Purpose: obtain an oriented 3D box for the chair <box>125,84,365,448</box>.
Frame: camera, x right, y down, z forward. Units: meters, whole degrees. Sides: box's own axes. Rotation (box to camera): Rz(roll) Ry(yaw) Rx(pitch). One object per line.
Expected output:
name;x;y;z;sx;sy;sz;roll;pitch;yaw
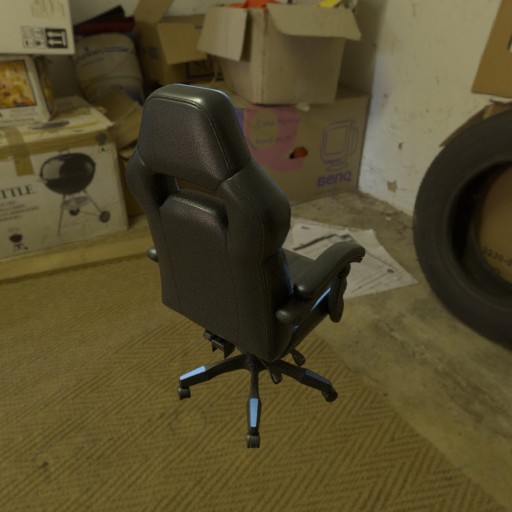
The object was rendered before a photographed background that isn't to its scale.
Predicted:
chair;0.000;0.000;1.665;0.700;1.280;0.700;22;37;32
